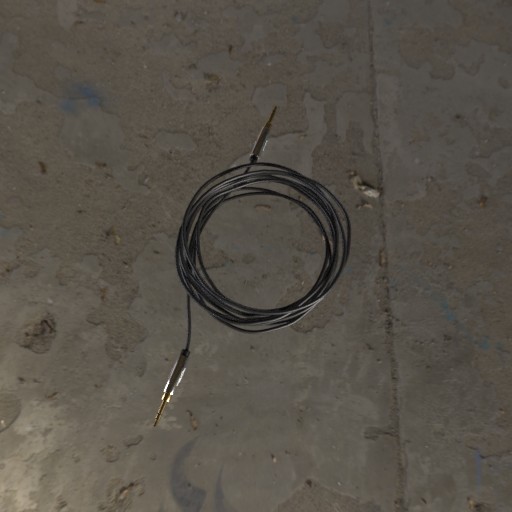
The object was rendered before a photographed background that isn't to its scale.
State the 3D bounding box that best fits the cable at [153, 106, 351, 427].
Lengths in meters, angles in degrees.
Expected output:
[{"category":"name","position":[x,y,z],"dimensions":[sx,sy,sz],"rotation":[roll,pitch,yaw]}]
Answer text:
[{"category":"cable","position":[0.000,0.000,0.516],"dimensions":[0.198,0.069,0.432],"rotation":[20,74,6]}]
